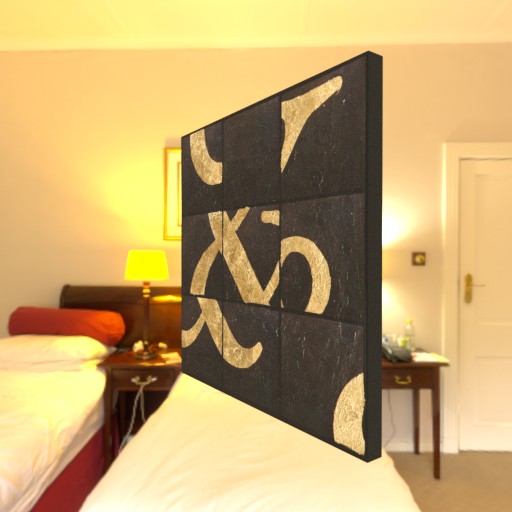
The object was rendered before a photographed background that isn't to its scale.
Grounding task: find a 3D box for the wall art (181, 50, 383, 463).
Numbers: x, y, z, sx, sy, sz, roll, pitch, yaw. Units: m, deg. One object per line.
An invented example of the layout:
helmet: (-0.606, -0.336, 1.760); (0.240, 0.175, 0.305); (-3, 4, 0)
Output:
wall art: (0.000, 0.000, 1.132); (0.044, 0.758, 0.758); (0, 1, -36)
